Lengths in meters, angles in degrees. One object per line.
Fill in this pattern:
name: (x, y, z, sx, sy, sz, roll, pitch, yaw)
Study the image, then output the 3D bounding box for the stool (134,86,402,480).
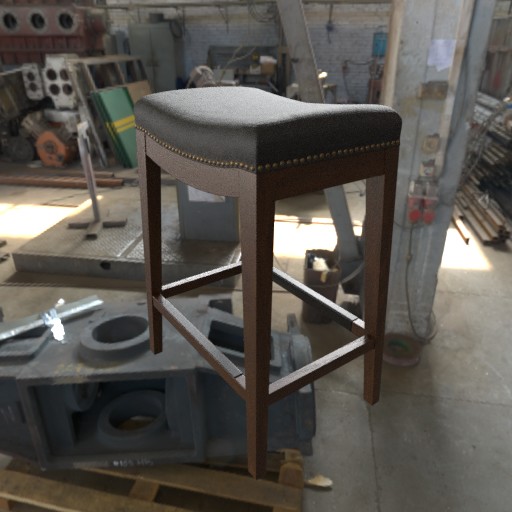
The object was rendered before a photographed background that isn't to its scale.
stool: (0.000, 0.000, 0.972, 0.353, 0.664, 0.490, -18, 31, -32)
